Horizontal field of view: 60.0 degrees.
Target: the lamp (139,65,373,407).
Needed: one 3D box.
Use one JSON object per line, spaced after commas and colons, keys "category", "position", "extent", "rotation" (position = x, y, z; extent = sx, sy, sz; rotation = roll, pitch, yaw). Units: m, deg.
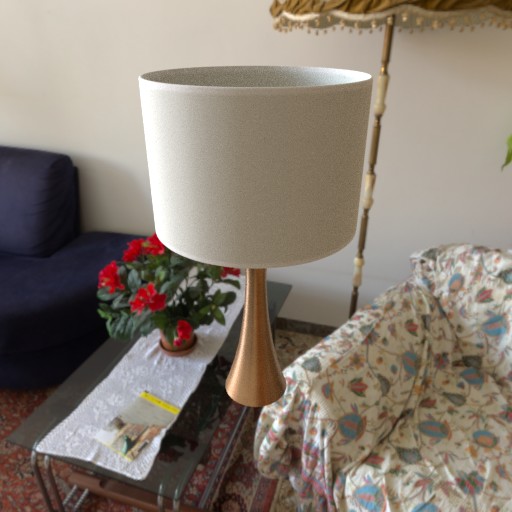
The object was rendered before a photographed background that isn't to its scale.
{"category": "lamp", "position": [0.000, 0.000, 0.628], "extent": [0.268, 0.479, 0.268], "rotation": [-9, 28, -17]}
